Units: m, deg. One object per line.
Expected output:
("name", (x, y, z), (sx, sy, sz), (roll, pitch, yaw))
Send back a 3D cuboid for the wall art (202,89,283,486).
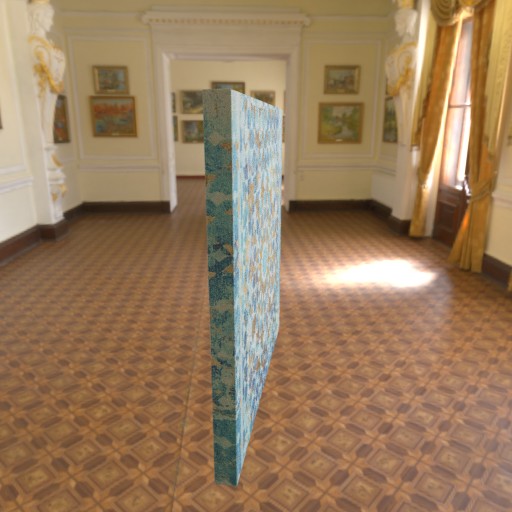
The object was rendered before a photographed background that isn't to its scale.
("wall art", (0.000, 0.000, 0.930), (0.040, 0.609, 0.609), (3, 16, 9))
